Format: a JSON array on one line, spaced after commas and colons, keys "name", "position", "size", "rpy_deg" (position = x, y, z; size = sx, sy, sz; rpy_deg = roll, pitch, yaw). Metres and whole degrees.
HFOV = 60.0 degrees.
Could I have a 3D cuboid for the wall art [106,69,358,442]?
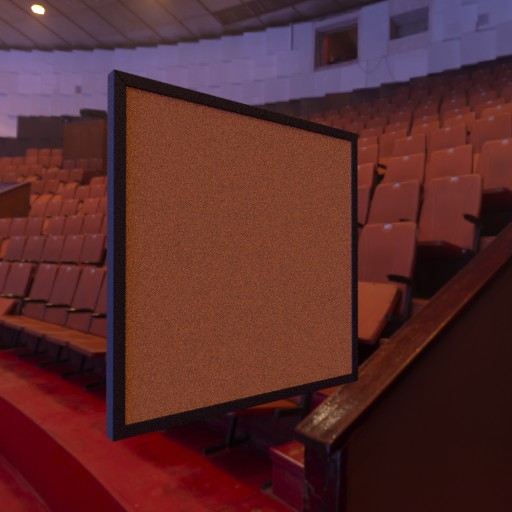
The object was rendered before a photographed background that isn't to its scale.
[{"name": "wall art", "position": [0.000, 0.000, 1.151], "size": [0.763, 0.763, 0.037], "rpy_deg": [1, -1, -37]}]
